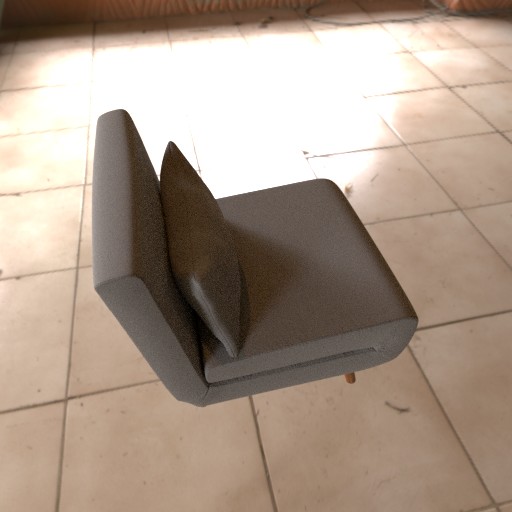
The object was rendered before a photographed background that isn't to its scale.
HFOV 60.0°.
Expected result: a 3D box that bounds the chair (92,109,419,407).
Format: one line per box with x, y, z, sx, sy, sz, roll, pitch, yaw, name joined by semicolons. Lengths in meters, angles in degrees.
0.000;0.000;1.523;0.902;0.808;0.770;-10;46;-9;chair
